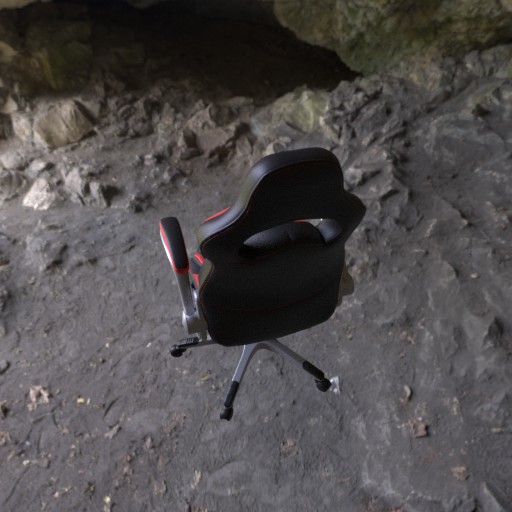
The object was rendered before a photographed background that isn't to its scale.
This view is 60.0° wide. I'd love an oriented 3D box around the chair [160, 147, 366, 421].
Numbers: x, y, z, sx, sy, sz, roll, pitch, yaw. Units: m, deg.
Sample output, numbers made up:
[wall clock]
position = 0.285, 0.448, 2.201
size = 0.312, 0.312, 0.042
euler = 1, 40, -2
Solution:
[chair]
position = 0.000, 0.000, 1.667
size = 0.758, 1.165, 0.712
euler = -12, 42, -14
